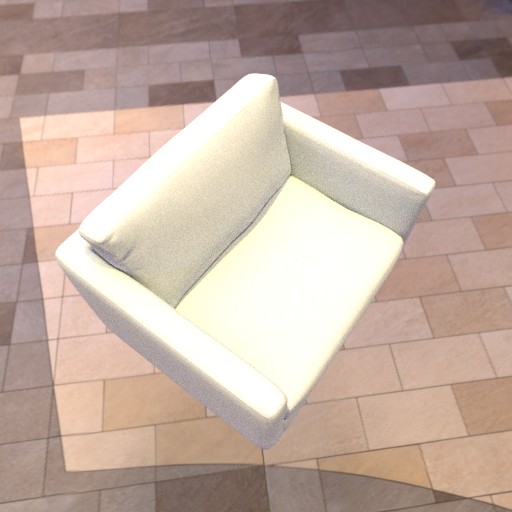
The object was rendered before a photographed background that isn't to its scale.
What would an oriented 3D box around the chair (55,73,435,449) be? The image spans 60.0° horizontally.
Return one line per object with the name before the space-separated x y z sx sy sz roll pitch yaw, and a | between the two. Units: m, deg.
chair | 0.000 0.000 1.807 0.953 0.961 1.107 32 65 18
